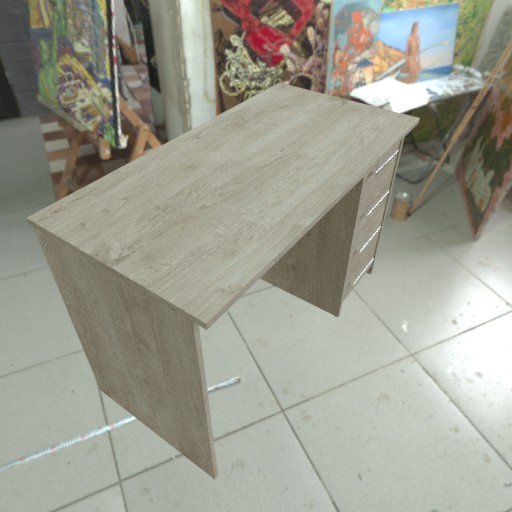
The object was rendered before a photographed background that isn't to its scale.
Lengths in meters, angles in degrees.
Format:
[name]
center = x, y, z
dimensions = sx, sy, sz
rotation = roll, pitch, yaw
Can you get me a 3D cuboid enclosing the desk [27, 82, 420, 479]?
[desk]
center = 0.000, 0.000, 1.504
dimensions = 0.560, 0.730, 1.096
rotation = 25, 47, 26
